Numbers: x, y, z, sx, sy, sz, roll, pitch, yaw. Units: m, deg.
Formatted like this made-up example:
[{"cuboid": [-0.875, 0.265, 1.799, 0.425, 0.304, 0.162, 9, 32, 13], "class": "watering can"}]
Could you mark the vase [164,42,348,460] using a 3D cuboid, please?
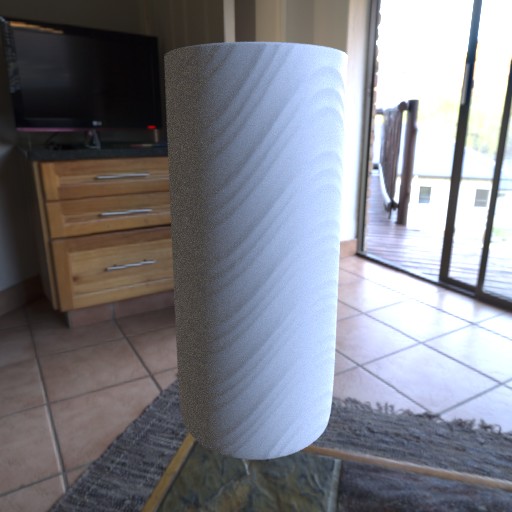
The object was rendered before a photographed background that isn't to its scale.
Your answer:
[{"cuboid": [0.000, 0.000, 0.383, 0.143, 0.316, 0.143, 0, 16, 0], "class": "vase"}]
